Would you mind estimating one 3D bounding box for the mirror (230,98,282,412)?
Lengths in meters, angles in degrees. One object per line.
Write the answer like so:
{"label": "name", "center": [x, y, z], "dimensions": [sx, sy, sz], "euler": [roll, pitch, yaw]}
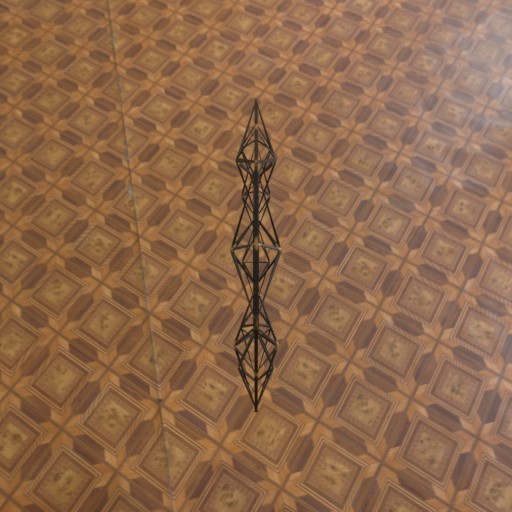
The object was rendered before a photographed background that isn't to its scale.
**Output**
{"label": "mirror", "center": [0.000, 0.000, 1.061], "dimensions": [0.094, 0.710, 0.710], "euler": [0, 64, 0]}
